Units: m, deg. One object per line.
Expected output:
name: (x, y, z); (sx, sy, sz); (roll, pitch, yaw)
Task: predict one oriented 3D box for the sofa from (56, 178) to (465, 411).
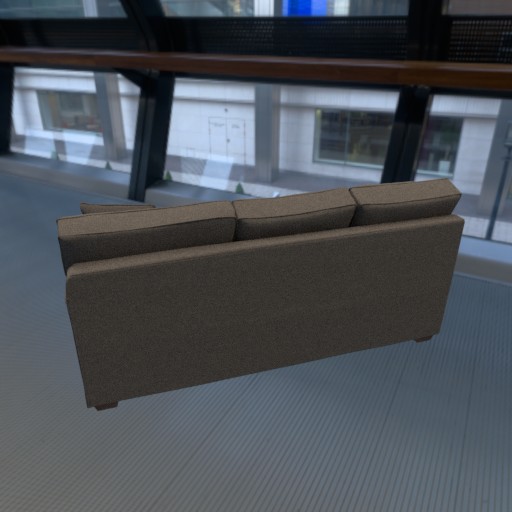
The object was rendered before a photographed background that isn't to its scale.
sofa: (0.000, 0.000, 2.561); (1.963, 0.946, 1.034); (-8, 26, -16)
